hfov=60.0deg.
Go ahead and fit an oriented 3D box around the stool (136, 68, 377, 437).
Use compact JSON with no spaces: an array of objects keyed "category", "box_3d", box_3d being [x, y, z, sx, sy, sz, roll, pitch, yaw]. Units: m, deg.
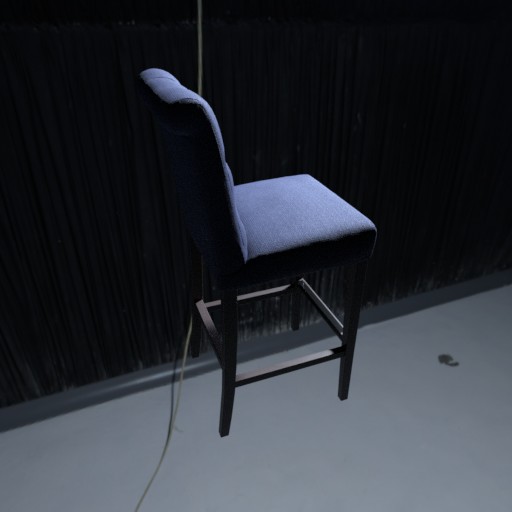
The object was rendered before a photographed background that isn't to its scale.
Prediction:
[{"category":"stool","box_3d":[0.000,0.000,1.486,0.601,1.140,0.493,-11,33,-18]}]
